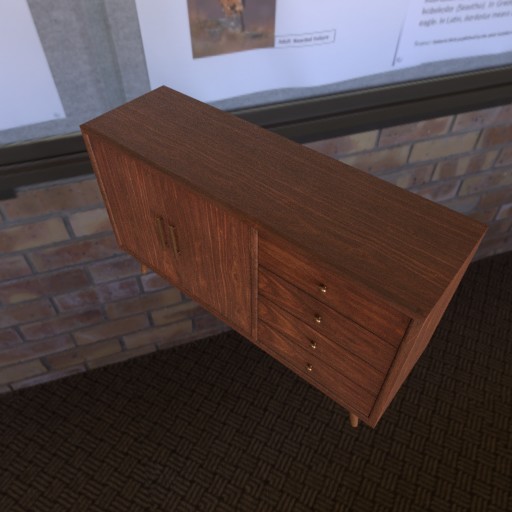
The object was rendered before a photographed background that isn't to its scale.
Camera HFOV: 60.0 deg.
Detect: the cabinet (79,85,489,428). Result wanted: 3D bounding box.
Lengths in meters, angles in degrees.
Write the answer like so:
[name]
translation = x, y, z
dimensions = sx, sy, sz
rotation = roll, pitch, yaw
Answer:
[cabinet]
translation = 0.000, 0.000, 2.012
dimensions = 1.575, 0.940, 0.505
rotation = 31, 54, 26
